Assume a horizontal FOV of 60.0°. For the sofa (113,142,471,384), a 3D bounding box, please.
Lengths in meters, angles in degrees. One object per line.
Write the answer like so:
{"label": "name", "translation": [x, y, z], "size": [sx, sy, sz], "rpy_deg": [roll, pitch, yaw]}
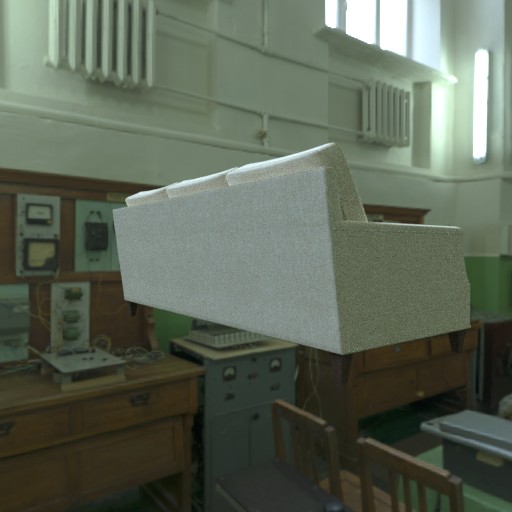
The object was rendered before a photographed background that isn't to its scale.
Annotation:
{"label": "sofa", "translation": [0.000, 0.000, 2.769], "size": [1.041, 0.940, 2.210], "rpy_deg": [-1, 1, -37]}
